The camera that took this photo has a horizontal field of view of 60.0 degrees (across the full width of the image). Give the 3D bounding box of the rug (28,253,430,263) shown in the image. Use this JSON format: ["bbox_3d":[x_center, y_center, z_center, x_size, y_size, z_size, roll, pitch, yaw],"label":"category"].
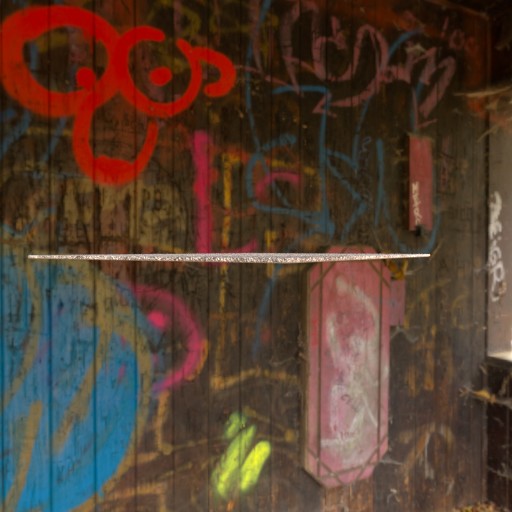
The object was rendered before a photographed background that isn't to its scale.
[{"bbox_3d":[0.000,0.000,4.115,2.401,0.025,3.000,0,1,34],"label":"rug"}]
